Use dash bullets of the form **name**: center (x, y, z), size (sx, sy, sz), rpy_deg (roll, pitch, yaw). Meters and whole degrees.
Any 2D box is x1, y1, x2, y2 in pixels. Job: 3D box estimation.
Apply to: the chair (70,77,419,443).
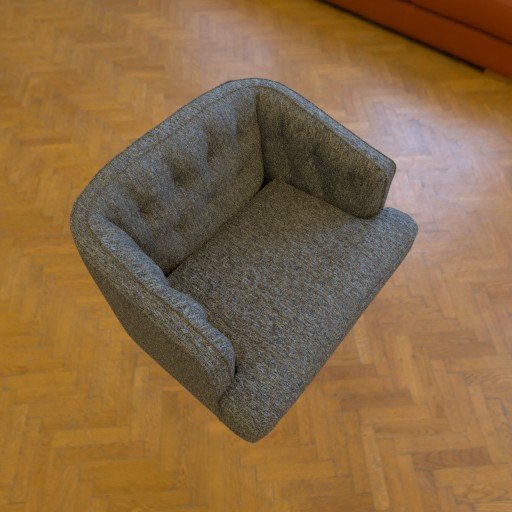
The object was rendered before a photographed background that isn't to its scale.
- **chair**: center (0.000, 0.000, 1.796), size (0.941, 0.852, 1.104), rpy_deg (35, 64, 20)
